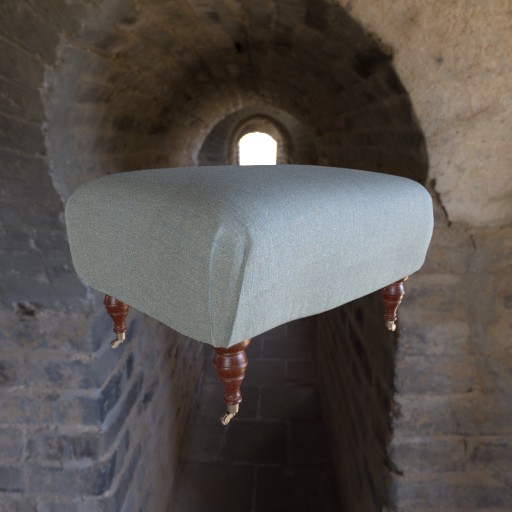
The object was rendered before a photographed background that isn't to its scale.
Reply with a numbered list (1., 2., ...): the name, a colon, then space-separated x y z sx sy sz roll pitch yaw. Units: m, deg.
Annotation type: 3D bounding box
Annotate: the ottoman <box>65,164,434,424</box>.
1. ottoman: 0.000 0.000 1.120 0.747 0.450 0.622 -13 20 -42
